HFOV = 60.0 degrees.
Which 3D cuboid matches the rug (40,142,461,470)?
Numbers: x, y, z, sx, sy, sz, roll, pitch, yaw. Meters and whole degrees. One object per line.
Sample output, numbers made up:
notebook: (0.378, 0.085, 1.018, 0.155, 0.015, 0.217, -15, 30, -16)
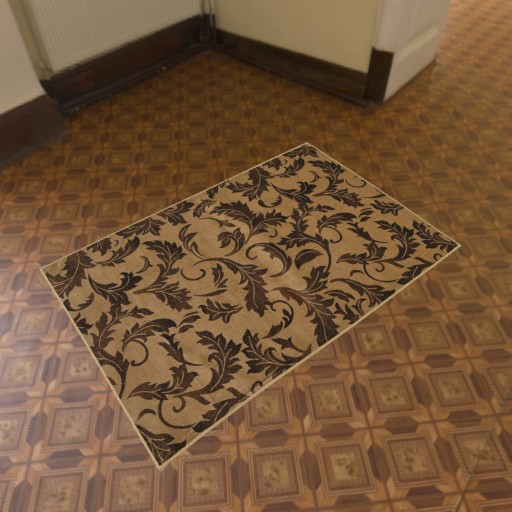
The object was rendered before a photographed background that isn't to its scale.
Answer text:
rug: (0.000, 0.000, 2.863, 2.284, 0.008, 1.522, -30, 54, -24)
